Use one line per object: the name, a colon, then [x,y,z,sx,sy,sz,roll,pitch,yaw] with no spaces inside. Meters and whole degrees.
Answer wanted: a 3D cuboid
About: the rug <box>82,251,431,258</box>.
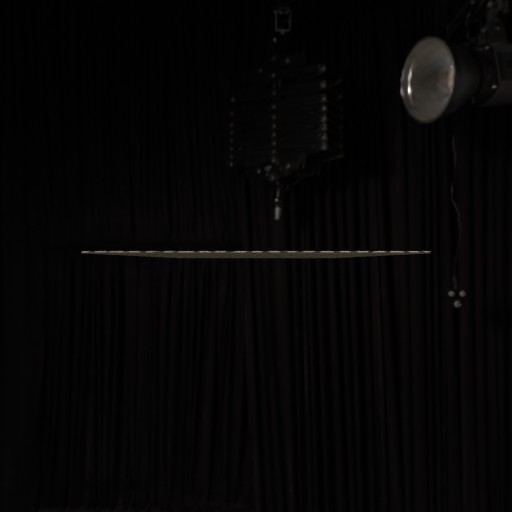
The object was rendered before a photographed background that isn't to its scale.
rug: [0.000,0.000,3.132,1.523,0.008,2.438,0,-1,0]
